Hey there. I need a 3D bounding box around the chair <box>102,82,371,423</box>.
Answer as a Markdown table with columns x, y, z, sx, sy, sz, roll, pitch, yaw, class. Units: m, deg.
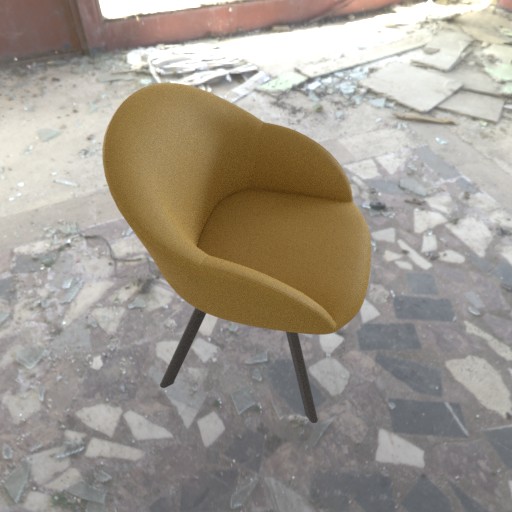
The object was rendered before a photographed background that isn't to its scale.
| x | y | z | sx | sy | sz | roll | pitch | yaw | class |
| --- | --- | --- | --- | --- | --- | --- | --- | --- | --- |
| 0.000 | 0.000 | 1.167 | 0.583 | 0.793 | 0.551 | 10 | 47 | 9 | chair |
